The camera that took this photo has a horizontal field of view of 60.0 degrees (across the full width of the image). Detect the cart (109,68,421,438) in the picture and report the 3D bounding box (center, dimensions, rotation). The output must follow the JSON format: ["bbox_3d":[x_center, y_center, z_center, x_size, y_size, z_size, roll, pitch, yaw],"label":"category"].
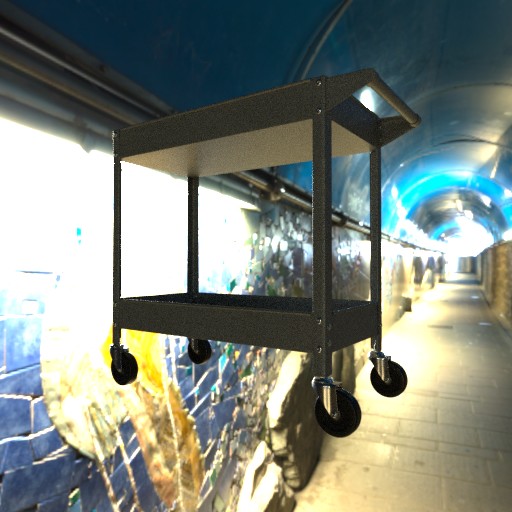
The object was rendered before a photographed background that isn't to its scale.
[{"bbox_3d":[0.000,0.000,1.186,0.779,0.719,0.366,-1,-1,35],"label":"cart"}]
